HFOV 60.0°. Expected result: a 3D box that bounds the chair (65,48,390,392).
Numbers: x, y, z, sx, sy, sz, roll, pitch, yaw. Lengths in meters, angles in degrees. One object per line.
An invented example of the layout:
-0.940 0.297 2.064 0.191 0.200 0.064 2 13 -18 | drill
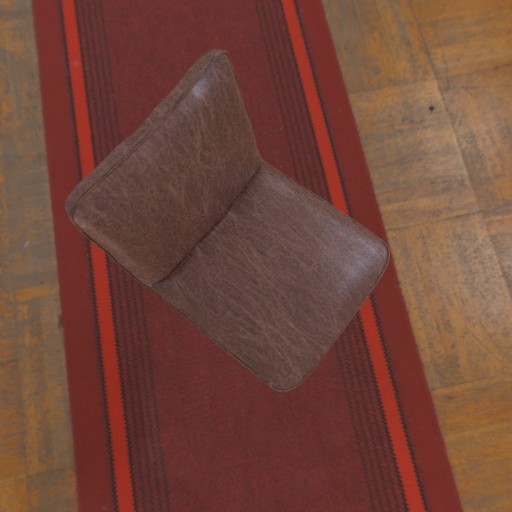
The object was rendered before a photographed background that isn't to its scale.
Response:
0.000 0.000 1.231 0.645 0.803 0.543 33 78 8 | chair
